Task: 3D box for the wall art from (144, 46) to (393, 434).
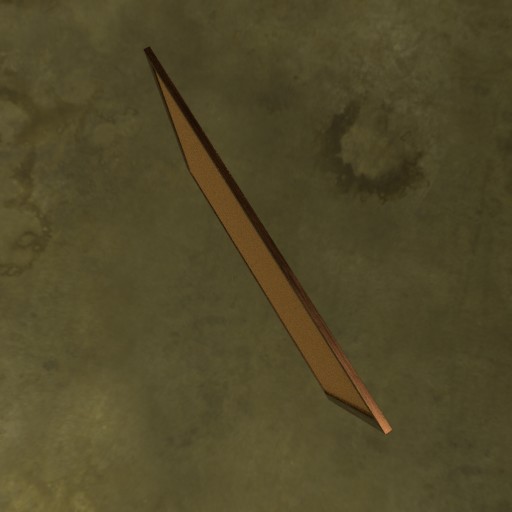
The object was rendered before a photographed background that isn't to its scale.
[{"bbox_3d":[0.000,0.000,1.050,0.014,0.559,0.816,-31,79,-7],"label":"wall art"}]
